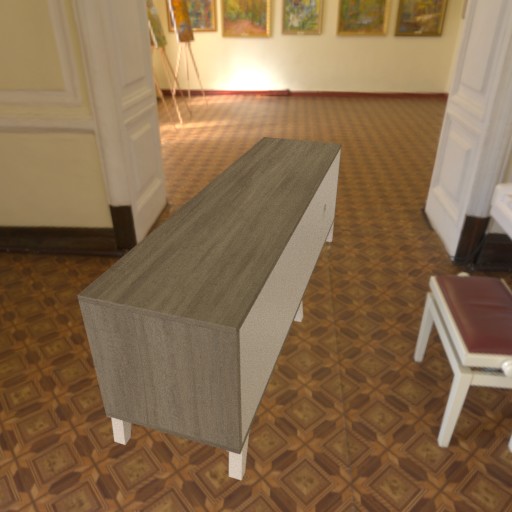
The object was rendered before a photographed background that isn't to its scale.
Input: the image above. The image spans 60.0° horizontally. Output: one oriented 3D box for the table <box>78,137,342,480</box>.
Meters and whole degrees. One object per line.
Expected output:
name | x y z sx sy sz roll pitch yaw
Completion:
table | 0.000 0.000 1.742 0.400 0.530 1.500 9 31 16
